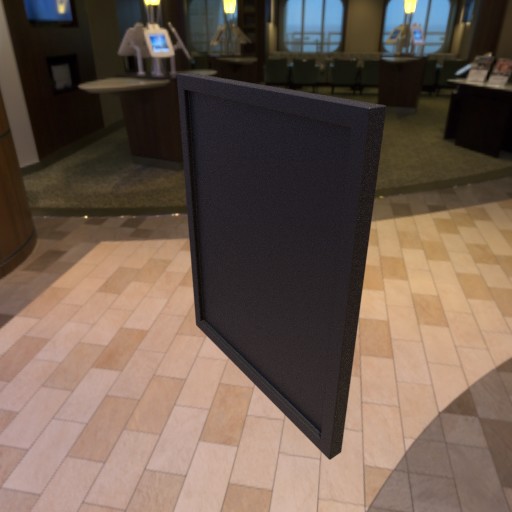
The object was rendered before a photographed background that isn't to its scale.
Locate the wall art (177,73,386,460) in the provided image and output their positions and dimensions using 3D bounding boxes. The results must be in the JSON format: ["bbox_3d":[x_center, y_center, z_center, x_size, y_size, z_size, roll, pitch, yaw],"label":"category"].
[{"bbox_3d":[0.000,0.000,0.774,0.028,0.559,0.457,-18,33,-31],"label":"wall art"}]
